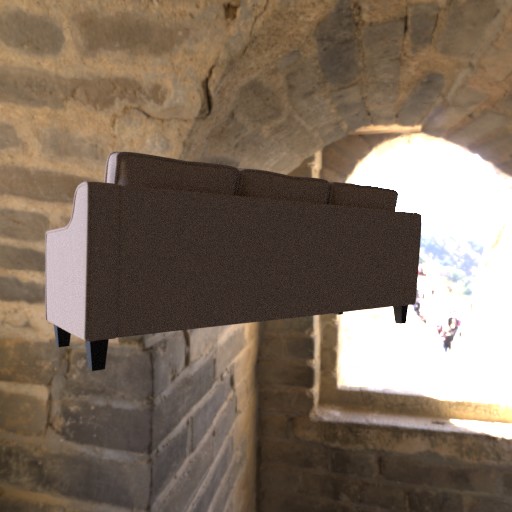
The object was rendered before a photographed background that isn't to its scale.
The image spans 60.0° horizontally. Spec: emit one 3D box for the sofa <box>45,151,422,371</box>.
[{"bbox_3d":[0.000,0.000,2.589,2.131,0.902,0.791,0,0,-36],"label":"sofa"}]
